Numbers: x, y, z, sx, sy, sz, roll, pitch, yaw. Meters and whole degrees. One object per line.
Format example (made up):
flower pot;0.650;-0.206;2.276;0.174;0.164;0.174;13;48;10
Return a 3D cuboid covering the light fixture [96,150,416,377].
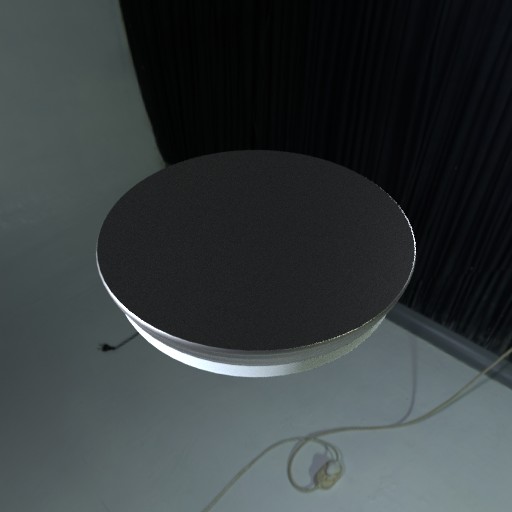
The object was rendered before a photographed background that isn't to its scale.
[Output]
light fixture;0.000;0.000;0.559;0.368;0.100;0.368;0;41;0
